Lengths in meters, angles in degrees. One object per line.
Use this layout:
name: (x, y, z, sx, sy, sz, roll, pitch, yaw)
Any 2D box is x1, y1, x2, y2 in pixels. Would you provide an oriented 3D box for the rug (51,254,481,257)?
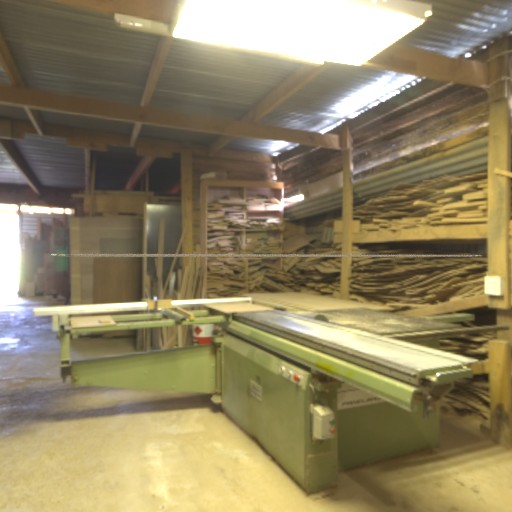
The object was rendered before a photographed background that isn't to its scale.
rug: (0.000, 0.000, 3.081, 2.438, 0.010, 1.524, 0, 0, -19)
